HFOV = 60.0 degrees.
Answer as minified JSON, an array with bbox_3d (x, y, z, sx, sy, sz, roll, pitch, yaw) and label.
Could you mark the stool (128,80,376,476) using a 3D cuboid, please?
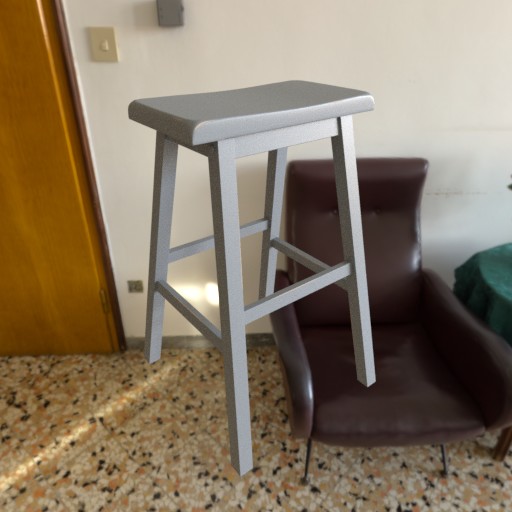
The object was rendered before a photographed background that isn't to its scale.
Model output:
[{"bbox_3d":[0.000,0.000,1.070,0.457,0.737,0.476,-21,36,-32],"label":"stool"}]
